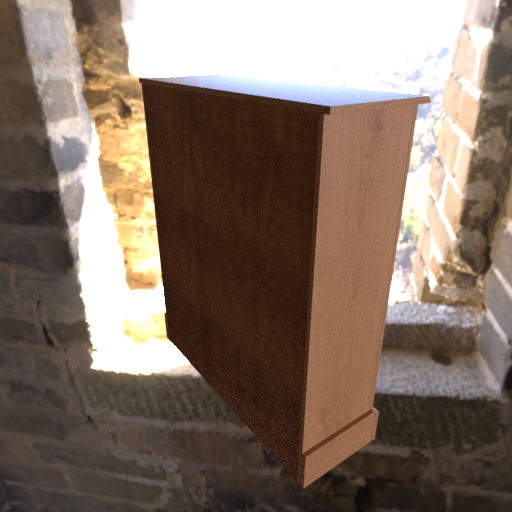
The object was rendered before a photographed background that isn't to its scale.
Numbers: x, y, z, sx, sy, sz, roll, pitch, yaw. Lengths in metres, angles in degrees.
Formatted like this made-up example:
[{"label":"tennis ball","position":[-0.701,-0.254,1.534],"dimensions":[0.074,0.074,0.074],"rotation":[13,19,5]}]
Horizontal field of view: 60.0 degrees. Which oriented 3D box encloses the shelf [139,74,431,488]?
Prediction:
[{"label":"shelf","position":[0.000,0.000,1.357],"dimensions":[0.291,0.980,0.840],"rotation":[-17,31,-32]}]
